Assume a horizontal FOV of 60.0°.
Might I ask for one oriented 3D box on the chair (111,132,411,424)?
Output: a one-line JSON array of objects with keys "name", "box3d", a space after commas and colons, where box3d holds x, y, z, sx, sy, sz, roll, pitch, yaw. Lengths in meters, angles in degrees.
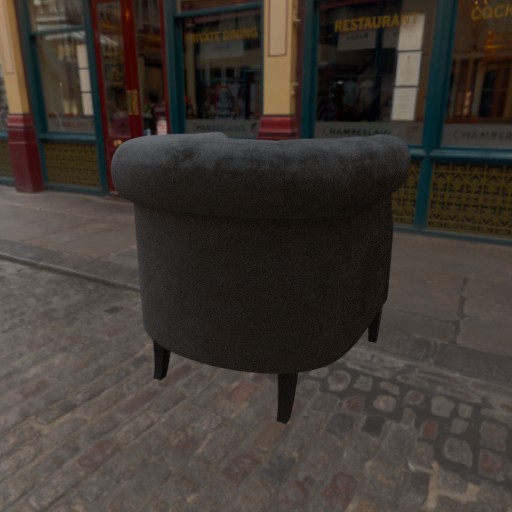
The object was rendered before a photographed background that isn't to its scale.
[{"name": "chair", "box3d": [0.000, 0.000, 1.558, 0.904, 0.826, 0.851, 9, 19, 28]}]
